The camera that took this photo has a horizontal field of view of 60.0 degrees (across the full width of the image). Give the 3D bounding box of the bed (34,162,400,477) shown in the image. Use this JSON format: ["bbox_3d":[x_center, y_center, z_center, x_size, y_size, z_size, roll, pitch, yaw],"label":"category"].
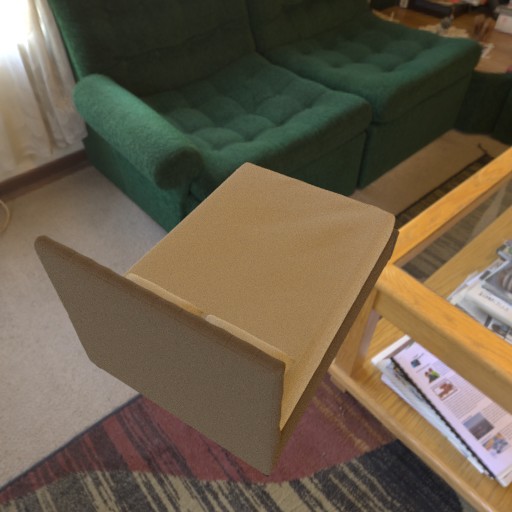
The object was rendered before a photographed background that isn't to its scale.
[{"bbox_3d":[0.000,0.000,3.505,1.698,1.427,2.387,24,51,21],"label":"bed"}]
